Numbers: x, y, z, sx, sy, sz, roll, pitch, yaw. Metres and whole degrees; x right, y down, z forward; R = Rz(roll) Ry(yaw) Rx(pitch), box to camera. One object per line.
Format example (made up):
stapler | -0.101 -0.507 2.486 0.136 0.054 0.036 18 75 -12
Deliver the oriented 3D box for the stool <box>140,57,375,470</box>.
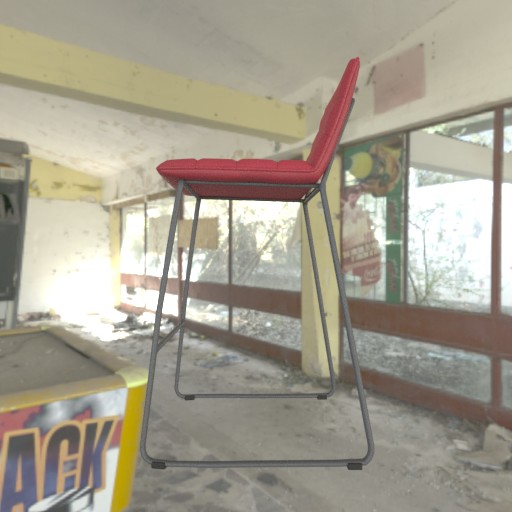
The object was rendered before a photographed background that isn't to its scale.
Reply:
stool | 0.000 0.000 1.211 0.524 0.937 0.489 0 0 0
